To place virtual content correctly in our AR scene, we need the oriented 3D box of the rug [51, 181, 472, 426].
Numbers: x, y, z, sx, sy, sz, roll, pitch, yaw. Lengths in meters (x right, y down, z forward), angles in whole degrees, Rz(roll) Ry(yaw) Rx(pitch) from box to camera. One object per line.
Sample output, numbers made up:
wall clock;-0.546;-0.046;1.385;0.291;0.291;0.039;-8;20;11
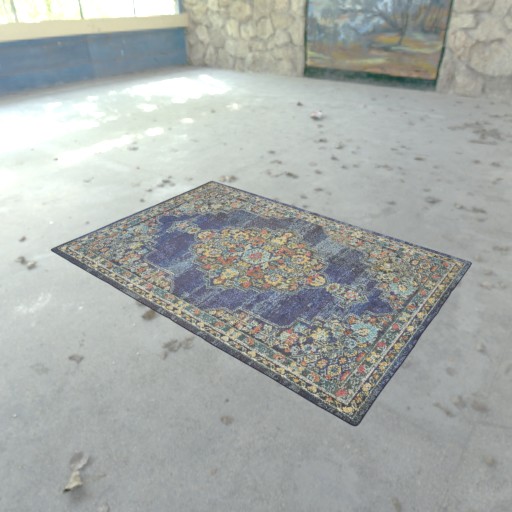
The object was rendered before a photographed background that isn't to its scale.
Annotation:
rug;0.000;0.000;3.740;2.940;0.011;2.053;22;38;32
